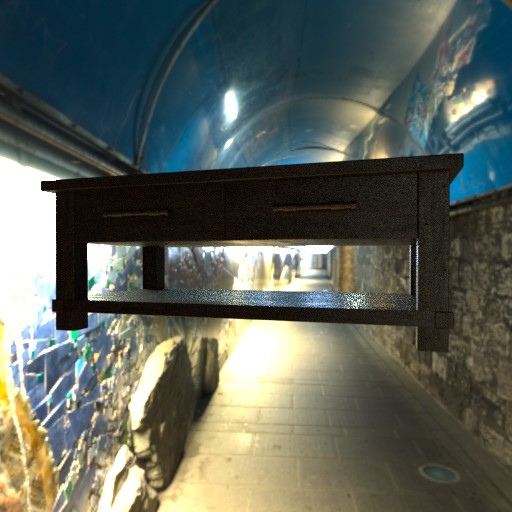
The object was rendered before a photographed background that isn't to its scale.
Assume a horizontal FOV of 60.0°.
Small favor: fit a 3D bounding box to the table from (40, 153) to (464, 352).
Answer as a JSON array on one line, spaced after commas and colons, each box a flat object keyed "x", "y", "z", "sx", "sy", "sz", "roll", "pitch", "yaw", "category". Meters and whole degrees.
[{"x": 0.000, "y": 0.000, "z": 1.589, "sx": 1.270, "sy": 0.494, "sz": 0.700, "roll": 0, "pitch": -1, "yaw": 17, "category": "table"}]
